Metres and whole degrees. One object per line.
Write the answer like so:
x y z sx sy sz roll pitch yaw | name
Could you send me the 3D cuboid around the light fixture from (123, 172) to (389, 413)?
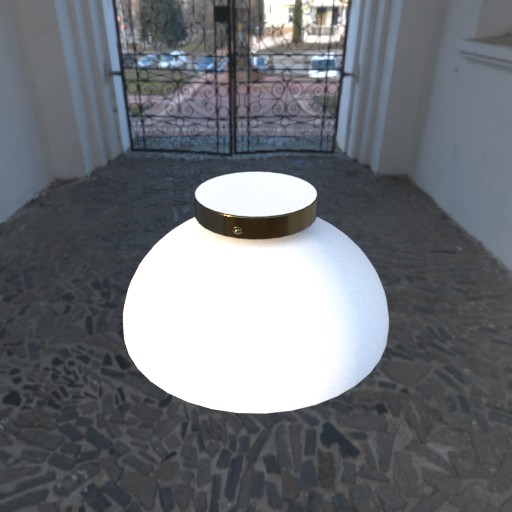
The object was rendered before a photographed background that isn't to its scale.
0.000 0.000 0.572 0.355 0.177 0.355 0 29 0 | light fixture
